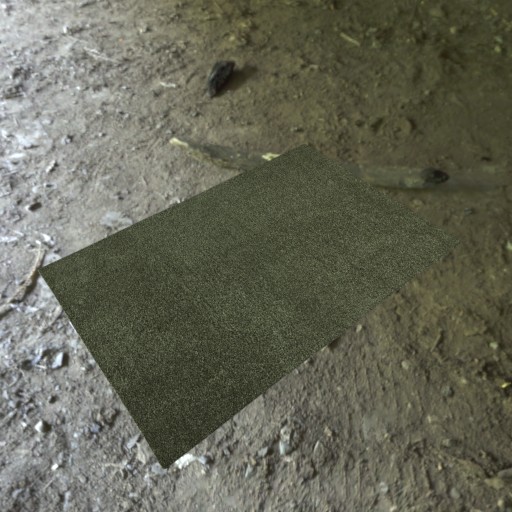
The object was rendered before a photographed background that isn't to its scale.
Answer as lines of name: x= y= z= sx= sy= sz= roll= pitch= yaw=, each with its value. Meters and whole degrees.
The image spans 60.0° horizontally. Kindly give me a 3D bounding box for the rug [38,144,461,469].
rug: x=0.000 y=0.000 z=3.384 sx=2.699 sy=0.026 sz=1.802 roll=-30 pitch=53 yaw=-26
